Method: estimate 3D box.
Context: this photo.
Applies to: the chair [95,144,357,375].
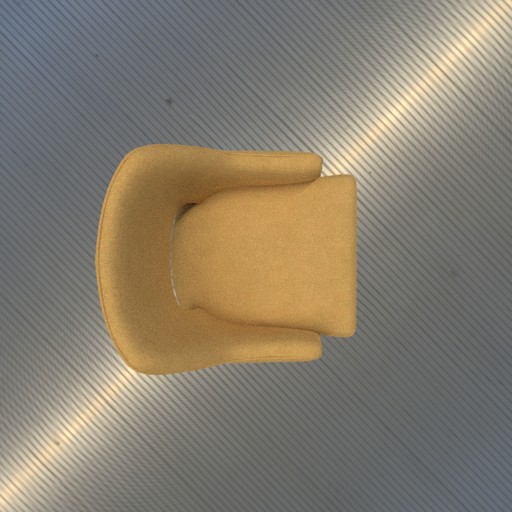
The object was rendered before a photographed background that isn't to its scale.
[{"bbox_3d":[0.000,0.000,1.245,0.605,0.849,0.548,0,91,1],"label":"chair"}]
